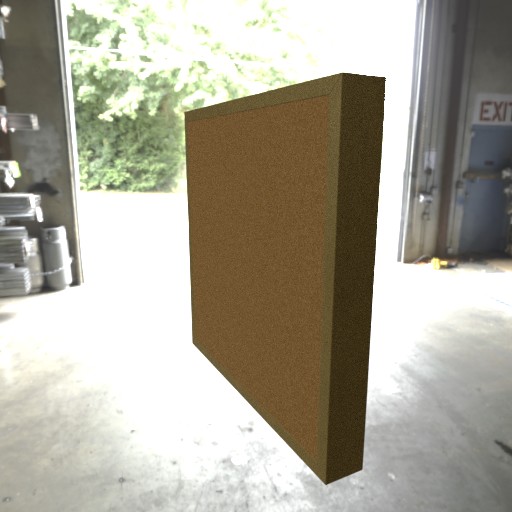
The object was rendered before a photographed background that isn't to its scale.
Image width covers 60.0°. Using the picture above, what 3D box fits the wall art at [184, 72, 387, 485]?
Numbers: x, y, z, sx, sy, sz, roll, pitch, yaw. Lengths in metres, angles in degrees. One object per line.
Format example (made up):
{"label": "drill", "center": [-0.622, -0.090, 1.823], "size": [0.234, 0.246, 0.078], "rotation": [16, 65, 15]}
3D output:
{"label": "wall art", "center": [0.000, 0.000, 0.454], "size": [0.038, 0.305, 0.305], "rotation": [-7, 15, -27]}
